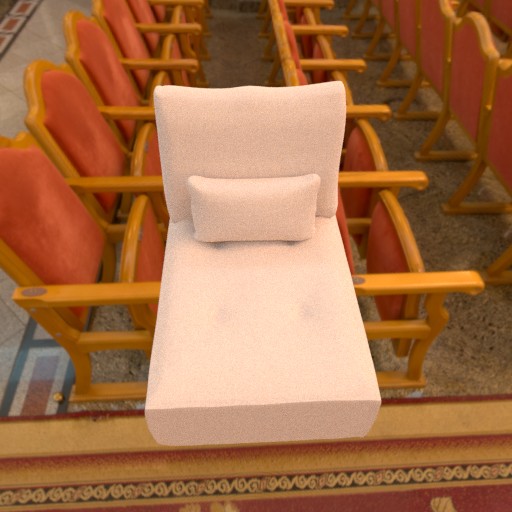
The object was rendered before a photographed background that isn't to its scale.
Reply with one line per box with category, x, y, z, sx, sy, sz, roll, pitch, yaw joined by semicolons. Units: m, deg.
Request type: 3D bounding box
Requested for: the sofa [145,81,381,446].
sofa;0.000;0.000;1.541;0.700;0.820;1.000;-2;47;-2
